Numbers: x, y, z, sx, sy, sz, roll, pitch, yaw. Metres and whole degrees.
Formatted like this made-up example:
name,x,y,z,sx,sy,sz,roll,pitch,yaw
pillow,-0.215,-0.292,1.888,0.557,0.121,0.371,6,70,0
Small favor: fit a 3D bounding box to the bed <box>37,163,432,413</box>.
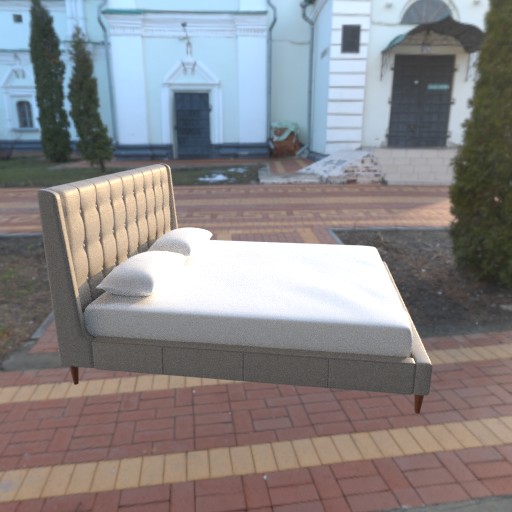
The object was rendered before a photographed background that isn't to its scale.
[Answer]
name,x,y,z,sx,sy,sz,roll,pitch,yaw
bed,0.000,0.000,3.572,2.342,1.289,2.062,2,16,8
